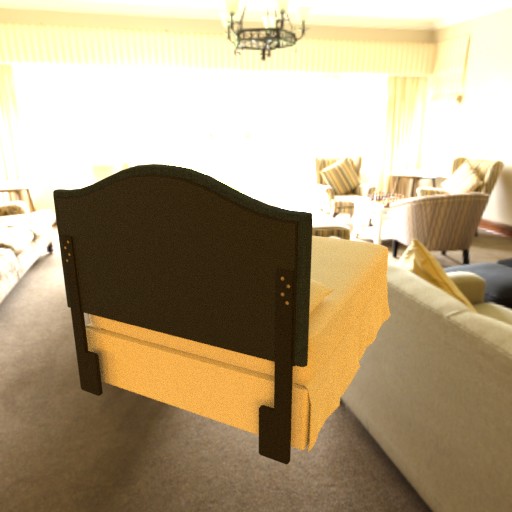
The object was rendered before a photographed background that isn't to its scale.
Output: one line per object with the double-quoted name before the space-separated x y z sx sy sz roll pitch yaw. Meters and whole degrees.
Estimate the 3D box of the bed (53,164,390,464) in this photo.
"bed" 0.000 0.000 3.348 1.713 1.518 2.153 8 19 26
